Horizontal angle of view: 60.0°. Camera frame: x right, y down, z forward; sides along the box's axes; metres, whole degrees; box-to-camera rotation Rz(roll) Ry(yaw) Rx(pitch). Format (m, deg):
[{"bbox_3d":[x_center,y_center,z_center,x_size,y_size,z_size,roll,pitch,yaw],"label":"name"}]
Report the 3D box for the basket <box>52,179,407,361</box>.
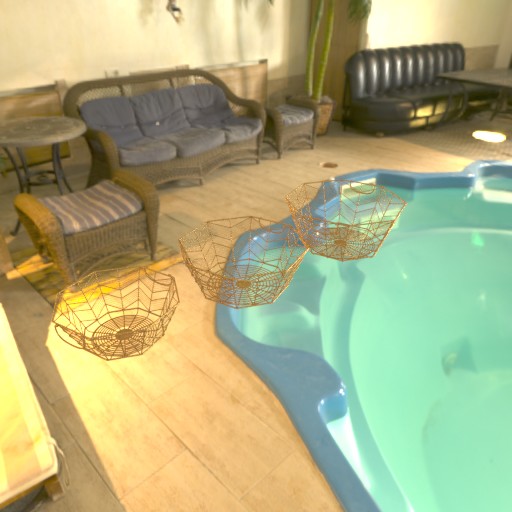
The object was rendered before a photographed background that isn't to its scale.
[{"bbox_3d":[0.000,0.000,1.415,1.245,0.178,0.432,-21,36,-32],"label":"basket"}]
